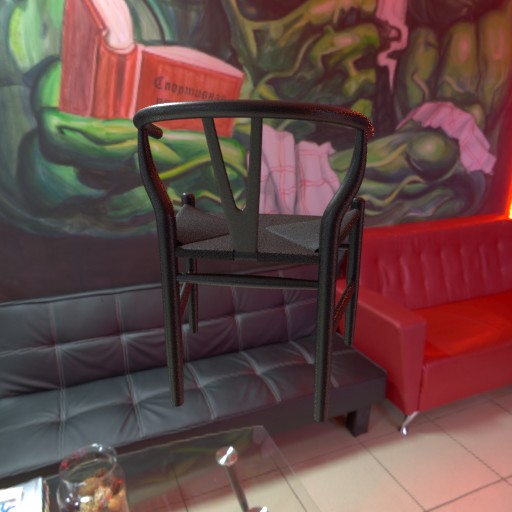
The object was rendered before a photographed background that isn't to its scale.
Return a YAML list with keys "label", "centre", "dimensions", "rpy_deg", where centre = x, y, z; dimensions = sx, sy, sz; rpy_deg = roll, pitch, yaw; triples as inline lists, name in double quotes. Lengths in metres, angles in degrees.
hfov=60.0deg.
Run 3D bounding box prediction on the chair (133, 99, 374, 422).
- label: "chair"
  centre: [0.000, 0.000, 1.137]
  dimensions: [0.569, 0.730, 0.579]
  rpy_deg: [3, 17, 9]
